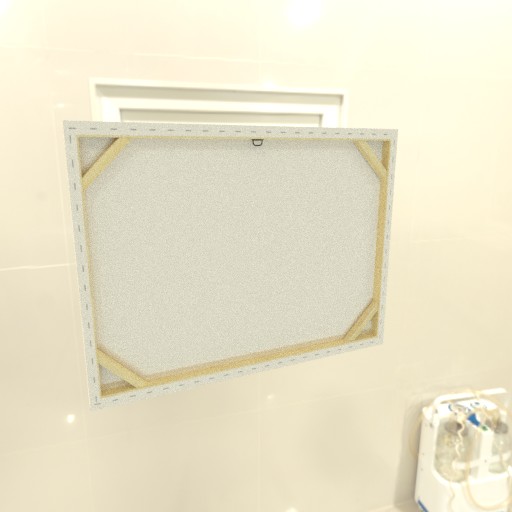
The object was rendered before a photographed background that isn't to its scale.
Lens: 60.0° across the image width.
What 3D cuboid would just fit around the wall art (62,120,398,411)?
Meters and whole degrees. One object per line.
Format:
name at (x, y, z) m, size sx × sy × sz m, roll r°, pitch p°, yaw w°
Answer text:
wall art at (0.000, 0.000, 1.351) m, size 1.016 × 0.762 × 0.038 m, roll -6°, pitch 15°, yaw -25°
